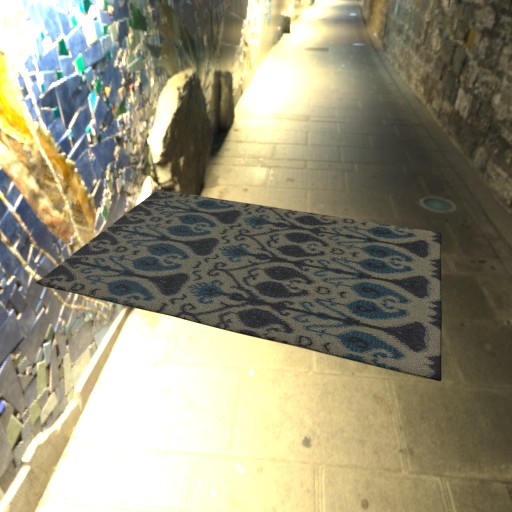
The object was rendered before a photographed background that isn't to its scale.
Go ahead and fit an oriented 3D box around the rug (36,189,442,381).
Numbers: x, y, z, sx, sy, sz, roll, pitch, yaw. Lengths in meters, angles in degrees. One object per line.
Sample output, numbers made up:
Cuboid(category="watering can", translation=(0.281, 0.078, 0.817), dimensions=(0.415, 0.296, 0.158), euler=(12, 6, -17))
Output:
Cuboid(category="rug", translation=(0.000, 0.000, 2.147), dimensions=(1.698, 0.013, 1.072), euler=(11, 34, 16))
